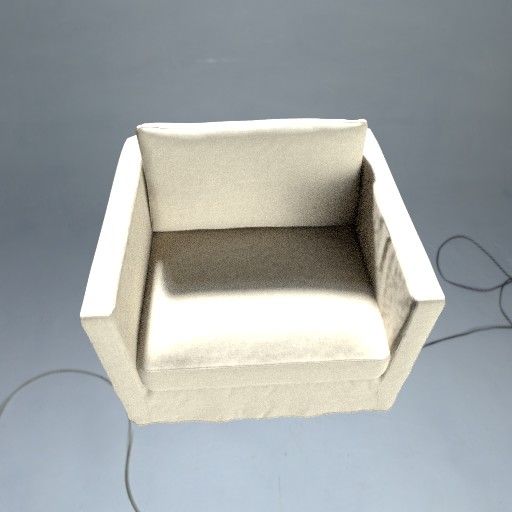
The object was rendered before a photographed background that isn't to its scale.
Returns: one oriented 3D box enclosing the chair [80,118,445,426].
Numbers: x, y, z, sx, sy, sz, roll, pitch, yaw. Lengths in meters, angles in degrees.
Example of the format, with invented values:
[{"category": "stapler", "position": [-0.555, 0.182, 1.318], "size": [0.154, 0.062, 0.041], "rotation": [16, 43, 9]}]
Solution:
[{"category": "chair", "position": [0.000, 0.000, 1.723], "size": [1.057, 0.867, 0.949], "rotation": [-2, 47, -2]}]
